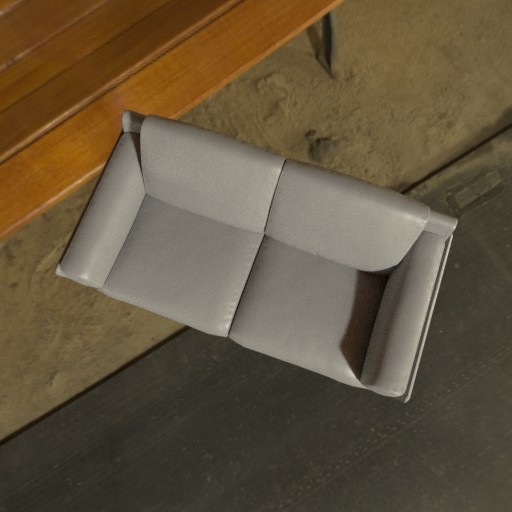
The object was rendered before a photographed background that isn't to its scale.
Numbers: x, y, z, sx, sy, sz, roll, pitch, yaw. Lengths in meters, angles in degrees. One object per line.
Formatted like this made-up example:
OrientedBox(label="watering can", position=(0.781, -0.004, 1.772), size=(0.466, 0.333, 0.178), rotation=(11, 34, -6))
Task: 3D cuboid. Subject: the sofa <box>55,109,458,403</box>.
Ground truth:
OrientedBox(label="sofa", position=(0.000, 0.000, 2.666), size=(2.101, 0.930, 1.049), rotation=(19, 77, 5))
